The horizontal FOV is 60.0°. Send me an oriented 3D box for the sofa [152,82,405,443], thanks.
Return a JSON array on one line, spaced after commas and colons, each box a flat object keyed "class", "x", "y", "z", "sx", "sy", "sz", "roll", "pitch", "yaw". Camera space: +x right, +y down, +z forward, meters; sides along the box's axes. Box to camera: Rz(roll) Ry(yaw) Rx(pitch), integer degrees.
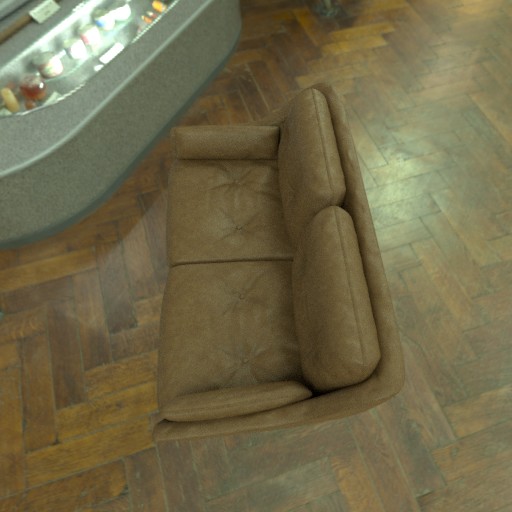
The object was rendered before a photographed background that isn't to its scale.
[{"class": "sofa", "x": 0.000, "y": 0.000, "z": 2.244, "sx": 0.981, "sy": 0.886, "sz": 1.731, "roll": -3, "pitch": 59, "yaw": -2}]
